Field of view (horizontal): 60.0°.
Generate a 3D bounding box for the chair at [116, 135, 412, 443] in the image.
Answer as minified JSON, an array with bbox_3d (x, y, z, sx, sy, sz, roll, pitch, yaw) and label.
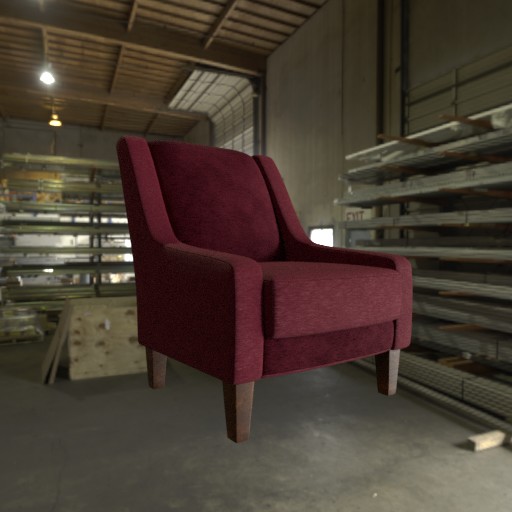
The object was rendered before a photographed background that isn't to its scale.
[{"bbox_3d":[0.000,0.000,1.740,0.793,1.017,0.985,-1,2,-36],"label":"chair"}]
